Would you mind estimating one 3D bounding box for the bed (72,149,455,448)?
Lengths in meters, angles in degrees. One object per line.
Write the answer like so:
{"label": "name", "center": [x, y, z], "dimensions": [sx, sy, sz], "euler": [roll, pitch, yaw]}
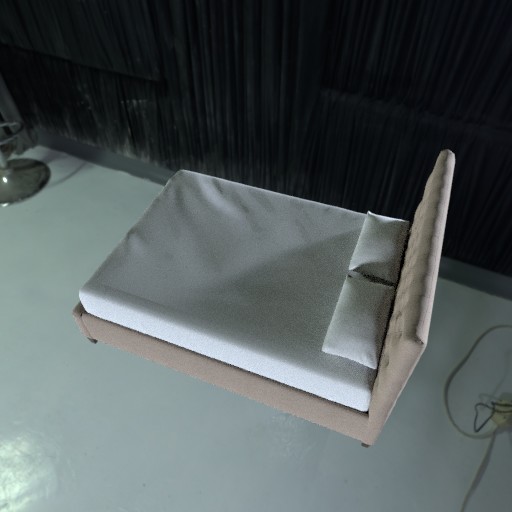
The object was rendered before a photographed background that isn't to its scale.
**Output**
{"label": "bed", "center": [0.000, 0.000, 3.398], "dimensions": [2.387, 1.427, 1.698], "euler": [16, 50, 14]}
